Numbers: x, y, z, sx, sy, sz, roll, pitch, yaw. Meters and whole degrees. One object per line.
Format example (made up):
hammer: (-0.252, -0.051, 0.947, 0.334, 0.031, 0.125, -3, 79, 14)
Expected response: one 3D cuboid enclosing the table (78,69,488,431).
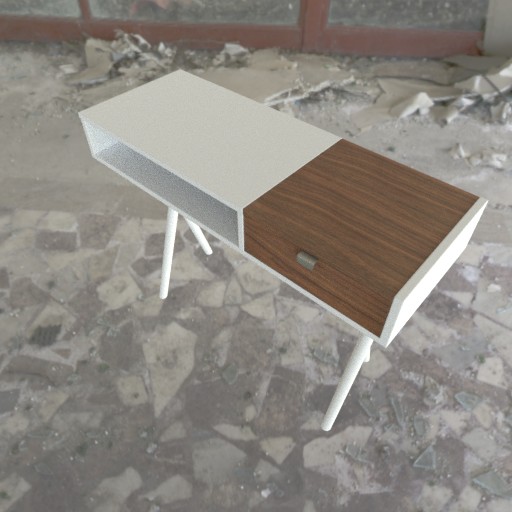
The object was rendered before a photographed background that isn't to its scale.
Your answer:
table: (0.000, 0.000, 1.443, 1.066, 0.785, 0.418, 33, 54, 27)
